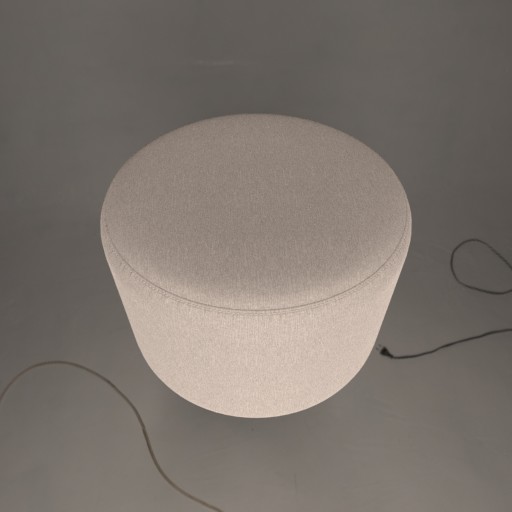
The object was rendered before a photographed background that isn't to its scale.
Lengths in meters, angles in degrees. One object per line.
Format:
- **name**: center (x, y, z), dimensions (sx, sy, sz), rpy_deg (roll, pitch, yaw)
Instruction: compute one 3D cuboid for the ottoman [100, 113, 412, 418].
- **ottoman**: center (0.000, 0.000, 1.000), dimensions (0.608, 0.433, 0.608), rpy_deg (0, 47, 0)
